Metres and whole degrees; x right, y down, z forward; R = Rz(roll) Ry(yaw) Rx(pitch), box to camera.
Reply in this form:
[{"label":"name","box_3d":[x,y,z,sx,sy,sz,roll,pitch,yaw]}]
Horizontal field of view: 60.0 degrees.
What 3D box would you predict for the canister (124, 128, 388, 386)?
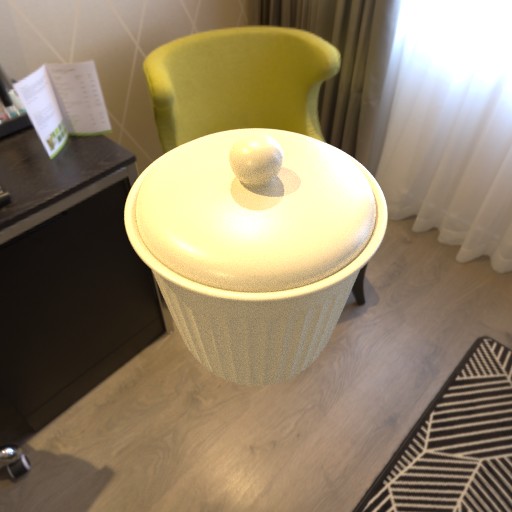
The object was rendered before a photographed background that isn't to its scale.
[{"label":"canister","box_3d":[0.000,0.000,0.353,0.181,0.211,0.181,0,46,0]}]
